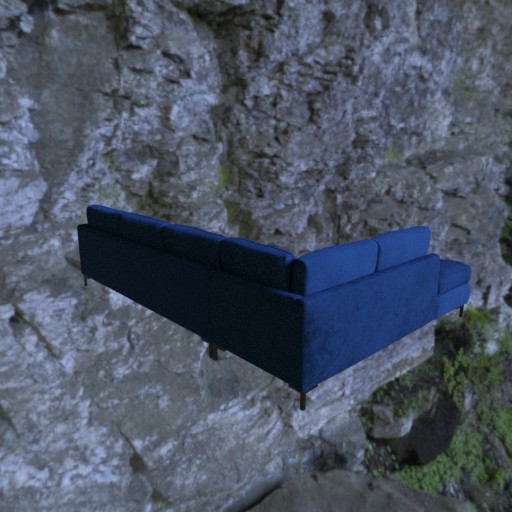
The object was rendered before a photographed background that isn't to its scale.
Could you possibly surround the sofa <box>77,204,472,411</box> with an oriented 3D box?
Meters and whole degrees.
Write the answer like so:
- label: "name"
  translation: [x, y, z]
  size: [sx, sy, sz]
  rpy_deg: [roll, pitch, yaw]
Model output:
- label: "sofa"
  translation: [0.000, 0.000, 3.898]
  size: [2.007, 0.815, 2.949]
  rpy_deg: [-13, 19, -41]
